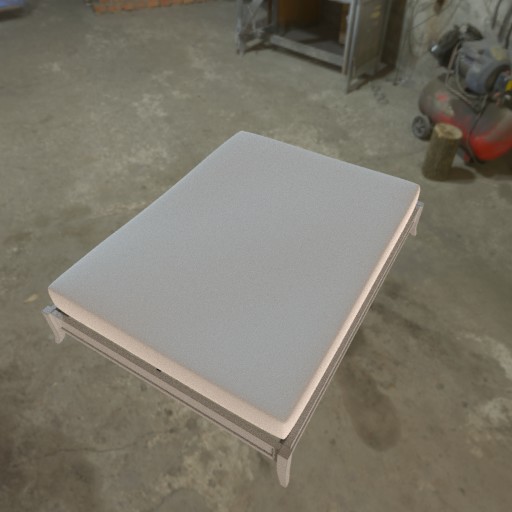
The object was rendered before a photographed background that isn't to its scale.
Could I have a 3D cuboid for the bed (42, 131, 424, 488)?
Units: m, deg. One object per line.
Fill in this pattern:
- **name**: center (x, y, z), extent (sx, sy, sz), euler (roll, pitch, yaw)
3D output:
- **bed**: center (0.000, 0.000, 2.874), extent (1.604, 0.510, 2.108), euler (23, 50, 21)
